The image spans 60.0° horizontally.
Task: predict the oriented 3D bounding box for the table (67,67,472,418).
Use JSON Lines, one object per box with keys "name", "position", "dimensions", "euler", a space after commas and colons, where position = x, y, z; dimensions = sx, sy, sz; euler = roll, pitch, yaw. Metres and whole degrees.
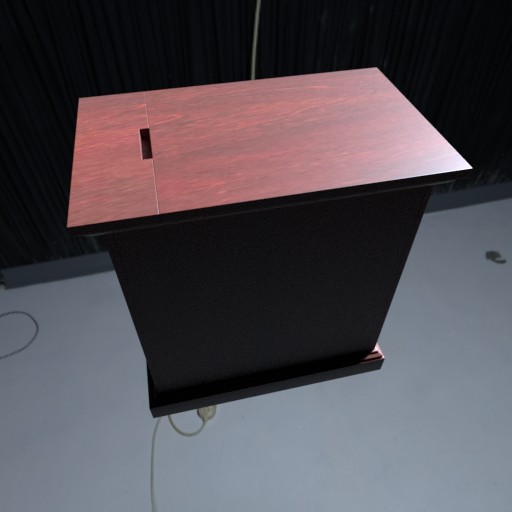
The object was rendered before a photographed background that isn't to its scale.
{"name": "table", "position": [0.000, 0.000, 0.960], "dimensions": [0.584, 0.612, 0.356], "euler": [-9, 47, -9]}
